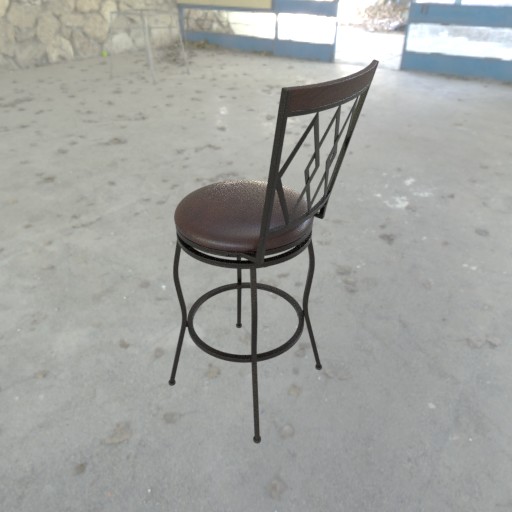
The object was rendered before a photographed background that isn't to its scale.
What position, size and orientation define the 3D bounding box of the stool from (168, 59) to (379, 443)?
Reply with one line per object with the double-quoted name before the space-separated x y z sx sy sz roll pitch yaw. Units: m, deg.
"stool" 0.000 0.000 1.394 0.521 1.134 0.432 22 39 31
